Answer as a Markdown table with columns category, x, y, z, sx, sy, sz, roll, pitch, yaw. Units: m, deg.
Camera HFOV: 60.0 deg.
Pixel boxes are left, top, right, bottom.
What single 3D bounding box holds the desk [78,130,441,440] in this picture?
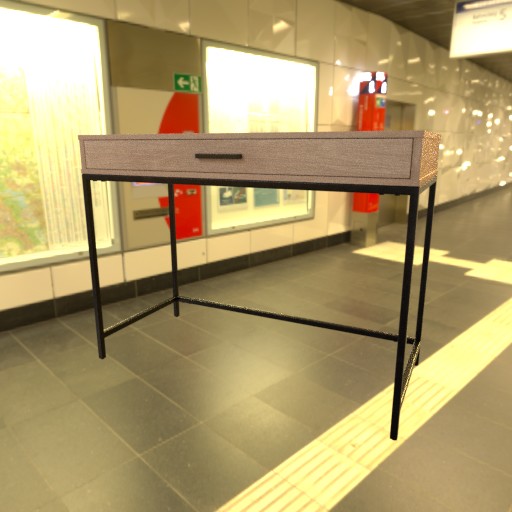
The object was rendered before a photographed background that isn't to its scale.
| category | x | y | z | sx | sy | sz | roll | pitch | yaw |
| --- | --- | --- | --- | --- | --- | --- | --- | --- | --- |
| desk | 0.000 | 0.000 | 1.444 | 1.016 | 0.762 | 0.470 | 7 | 16 | 25 |
